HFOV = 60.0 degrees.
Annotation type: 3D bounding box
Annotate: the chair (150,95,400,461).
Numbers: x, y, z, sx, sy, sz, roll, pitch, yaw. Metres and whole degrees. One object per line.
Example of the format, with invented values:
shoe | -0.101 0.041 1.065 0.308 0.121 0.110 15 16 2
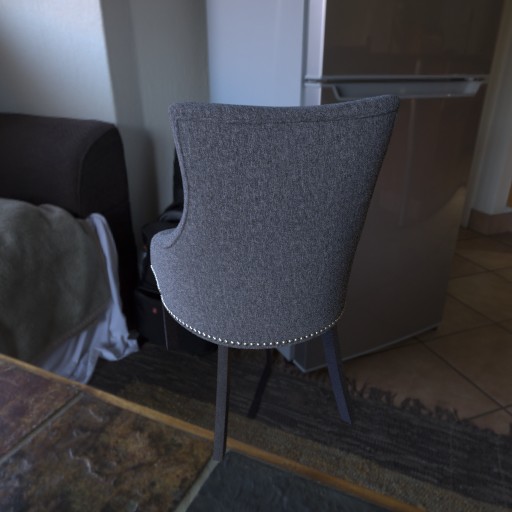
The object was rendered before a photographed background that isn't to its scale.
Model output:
chair | 0.000 0.000 1.289 0.566 0.909 0.629 -8 26 -17
